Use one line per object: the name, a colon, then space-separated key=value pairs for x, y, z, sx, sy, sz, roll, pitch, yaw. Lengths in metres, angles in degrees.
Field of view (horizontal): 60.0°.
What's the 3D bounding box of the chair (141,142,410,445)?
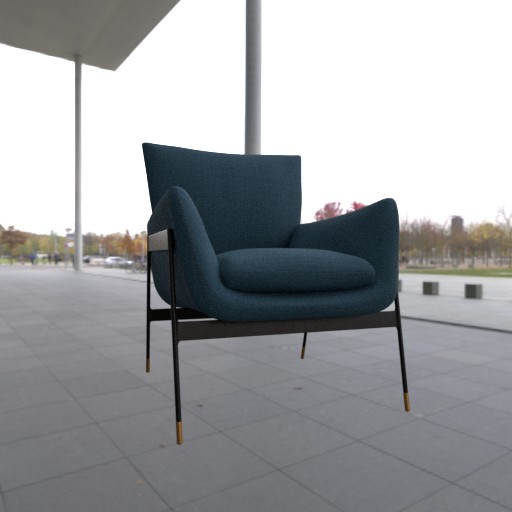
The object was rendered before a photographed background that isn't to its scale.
chair: x=0.000 y=0.000 z=1.454 sx=0.678 sy=0.859 sz=0.769 roll=0 pitch=0 yaw=-20
